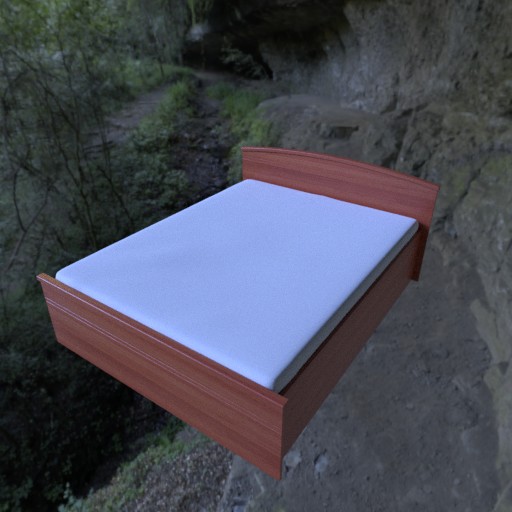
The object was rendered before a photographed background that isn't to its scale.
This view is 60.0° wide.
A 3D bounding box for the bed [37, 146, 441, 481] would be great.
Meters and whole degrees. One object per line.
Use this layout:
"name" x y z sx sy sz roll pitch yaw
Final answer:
"bed" 0.000 0.000 2.926 1.683 0.848 2.053 19 35 30
